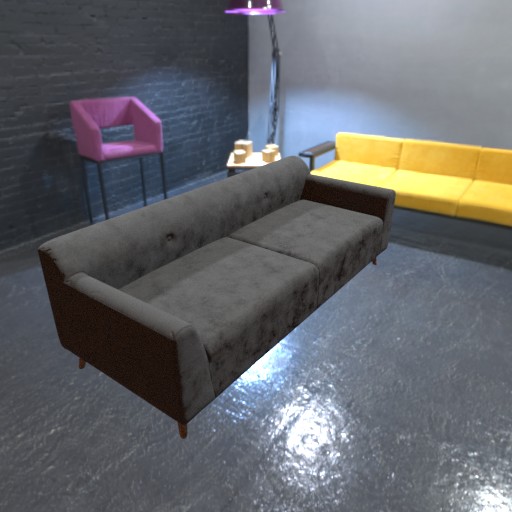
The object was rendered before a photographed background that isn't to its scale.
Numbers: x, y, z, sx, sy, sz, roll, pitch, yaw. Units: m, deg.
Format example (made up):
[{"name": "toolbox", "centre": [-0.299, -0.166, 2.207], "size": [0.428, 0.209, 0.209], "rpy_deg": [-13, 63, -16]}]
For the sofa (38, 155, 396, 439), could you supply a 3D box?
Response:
[{"name": "sofa", "centre": [0.000, 0.000, 2.727], "size": [0.900, 0.740, 2.190], "rpy_deg": [18, 31, 33]}]
